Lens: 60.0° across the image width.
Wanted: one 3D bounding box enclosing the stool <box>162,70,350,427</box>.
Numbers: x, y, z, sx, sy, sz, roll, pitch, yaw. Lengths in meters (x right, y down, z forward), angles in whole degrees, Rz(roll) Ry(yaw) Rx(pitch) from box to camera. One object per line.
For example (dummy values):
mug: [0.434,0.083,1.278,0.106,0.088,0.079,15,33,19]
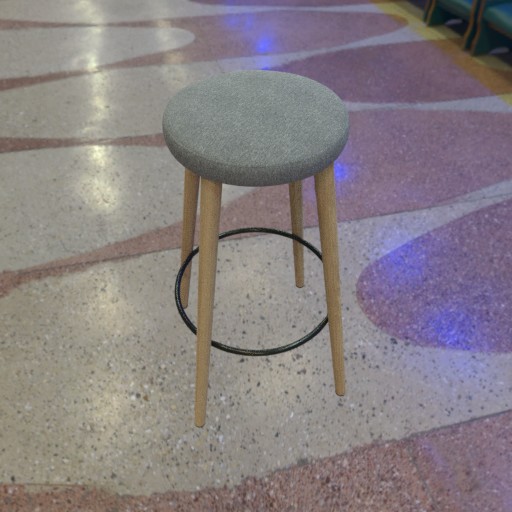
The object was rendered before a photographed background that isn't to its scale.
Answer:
stool: [0.000,0.000,1.018,0.410,0.770,0.410,-9,48,-9]
